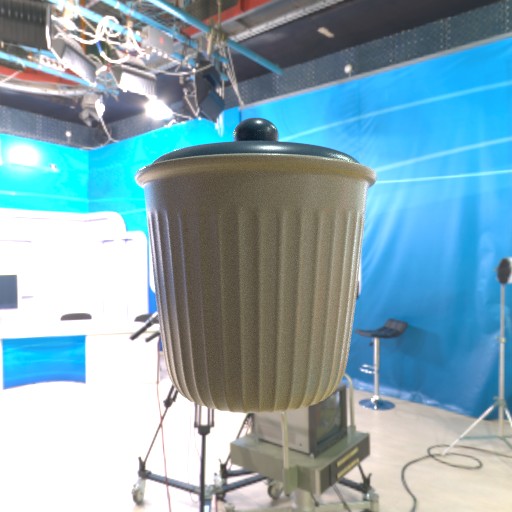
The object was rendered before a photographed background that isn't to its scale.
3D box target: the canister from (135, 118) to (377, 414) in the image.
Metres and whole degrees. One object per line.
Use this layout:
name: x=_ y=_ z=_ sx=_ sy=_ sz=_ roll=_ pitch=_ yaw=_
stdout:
canister: x=0.000 y=0.000 z=0.343 sx=0.181 sy=0.211 sz=0.181 roll=0 pitch=0 yaw=0
